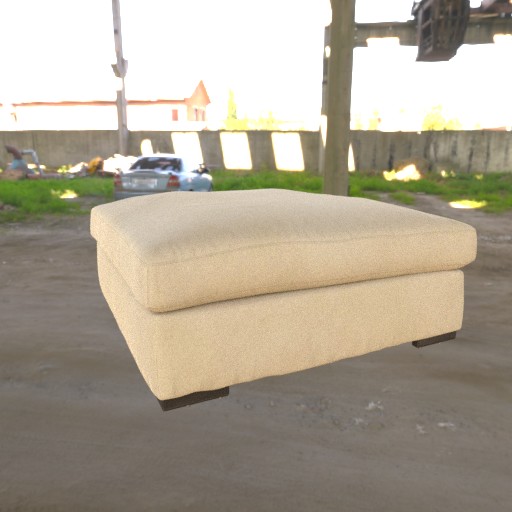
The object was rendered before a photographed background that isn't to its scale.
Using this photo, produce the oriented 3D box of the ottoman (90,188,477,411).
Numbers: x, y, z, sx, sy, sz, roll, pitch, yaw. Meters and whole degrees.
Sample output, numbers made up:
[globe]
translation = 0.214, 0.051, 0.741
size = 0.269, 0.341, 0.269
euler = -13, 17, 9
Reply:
[ottoman]
translation = 0.000, 0.000, 1.854
size = 1.190, 0.522, 1.205
euler = -6, 14, -25
